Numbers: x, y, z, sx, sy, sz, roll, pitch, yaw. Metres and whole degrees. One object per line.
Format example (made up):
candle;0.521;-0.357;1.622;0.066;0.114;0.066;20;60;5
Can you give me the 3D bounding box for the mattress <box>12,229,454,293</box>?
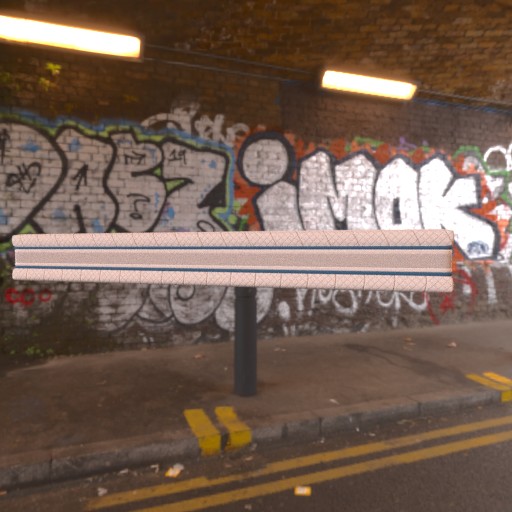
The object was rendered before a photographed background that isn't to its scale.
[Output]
mattress;0.000;0.000;2.618;2.000;0.230;1.600;0;1;19
